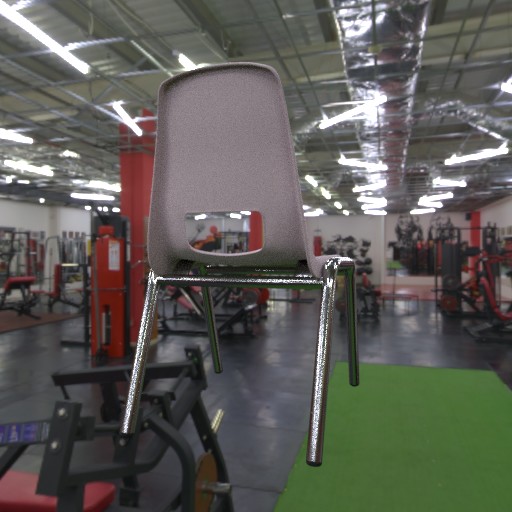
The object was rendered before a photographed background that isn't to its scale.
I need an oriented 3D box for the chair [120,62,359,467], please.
[{"bbox_3d":[0.000,0.000,0.856,0.354,0.586,0.423,0,1,19],"label":"chair"}]
